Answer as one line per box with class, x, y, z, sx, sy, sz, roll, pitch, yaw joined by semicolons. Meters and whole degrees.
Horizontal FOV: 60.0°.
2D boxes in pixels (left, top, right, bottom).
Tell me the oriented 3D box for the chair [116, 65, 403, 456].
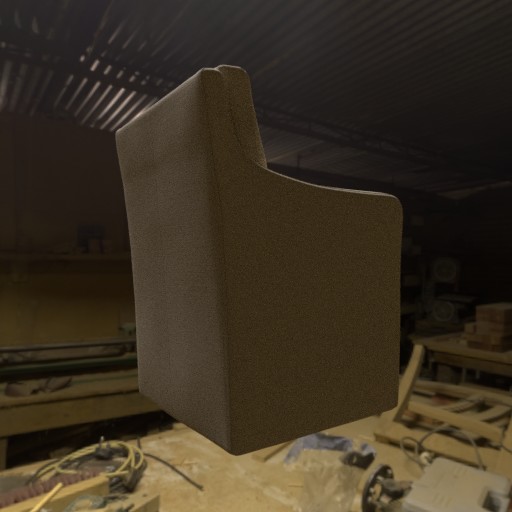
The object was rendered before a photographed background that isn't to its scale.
chair;0.000;0.000;1.372;0.694;0.914;0.626;0;-1;-35
